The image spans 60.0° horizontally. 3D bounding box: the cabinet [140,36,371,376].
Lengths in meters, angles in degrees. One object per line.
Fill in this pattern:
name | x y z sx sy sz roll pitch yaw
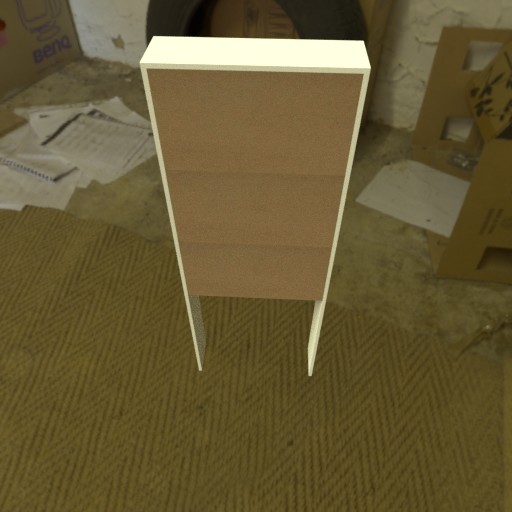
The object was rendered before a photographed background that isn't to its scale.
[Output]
cabinet | 0.000 0.000 1.947 0.643 1.770 0.192 2 47 2
